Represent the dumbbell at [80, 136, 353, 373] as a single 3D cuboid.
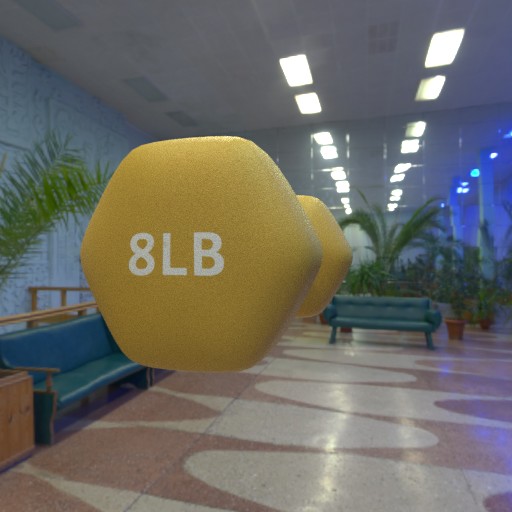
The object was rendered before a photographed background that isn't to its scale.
[{"bbox_3d":[0.000,0.000,0.234,0.090,0.082,0.190,0,0,17],"label":"dumbbell"}]
